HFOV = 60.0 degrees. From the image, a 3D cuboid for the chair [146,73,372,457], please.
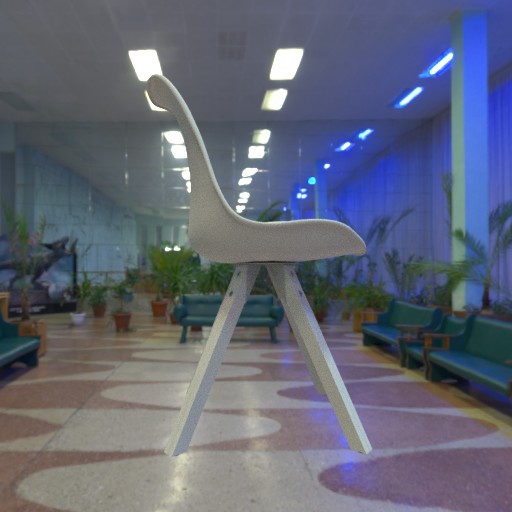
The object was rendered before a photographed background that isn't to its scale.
[{"bbox_3d":[0.000,0.000,1.156,0.550,0.850,0.485,0,0,-2],"label":"chair"}]
